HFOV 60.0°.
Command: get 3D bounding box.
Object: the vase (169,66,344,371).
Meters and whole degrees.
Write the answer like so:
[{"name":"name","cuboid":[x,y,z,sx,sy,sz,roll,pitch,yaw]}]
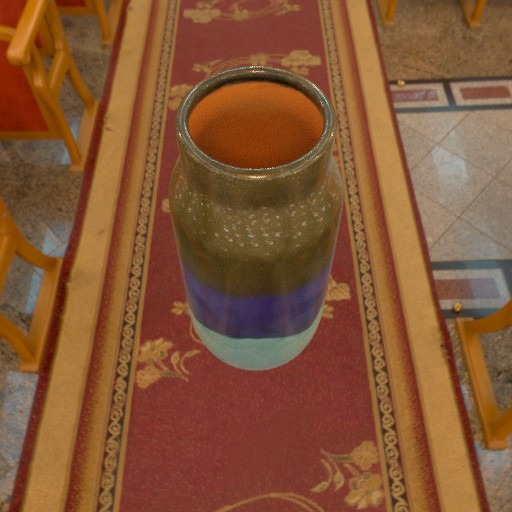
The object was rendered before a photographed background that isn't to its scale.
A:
[{"name":"vase","cuboid":[0.000,0.000,0.386,0.139,0.313,0.139,0,59,0]}]
